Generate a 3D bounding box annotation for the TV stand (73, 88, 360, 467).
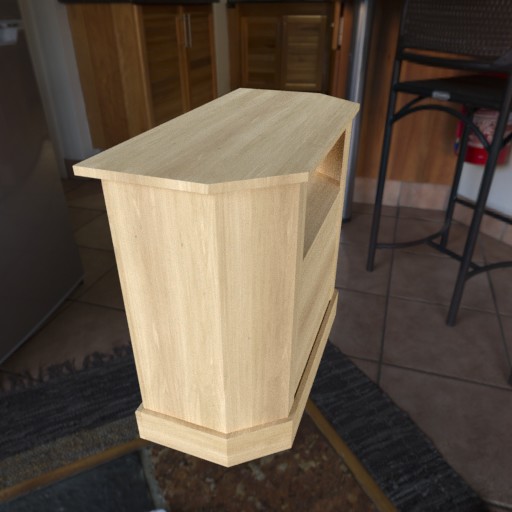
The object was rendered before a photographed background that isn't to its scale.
[{"bbox_3d":[0.000,0.000,1.313,0.425,0.781,0.851,10,32,17],"label":"TV stand"}]
